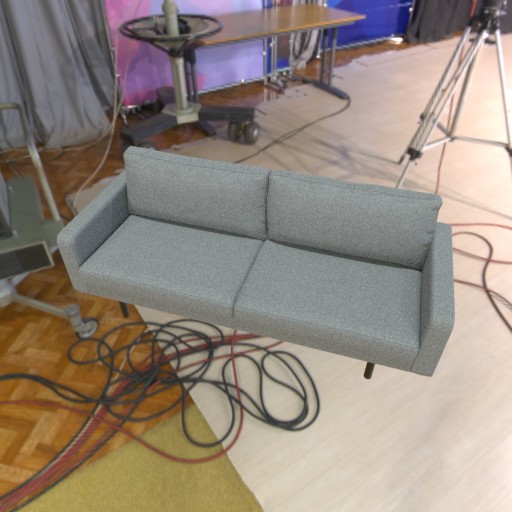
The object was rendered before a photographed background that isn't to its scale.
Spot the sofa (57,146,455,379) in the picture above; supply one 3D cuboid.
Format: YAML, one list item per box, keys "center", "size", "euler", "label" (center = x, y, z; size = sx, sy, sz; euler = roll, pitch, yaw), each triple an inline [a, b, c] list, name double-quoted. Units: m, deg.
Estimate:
- center: [0.000, 0.000, 2.719]
  size: [2.200, 0.880, 0.880]
  euler: [11, 42, 13]
  label: "sofa"
